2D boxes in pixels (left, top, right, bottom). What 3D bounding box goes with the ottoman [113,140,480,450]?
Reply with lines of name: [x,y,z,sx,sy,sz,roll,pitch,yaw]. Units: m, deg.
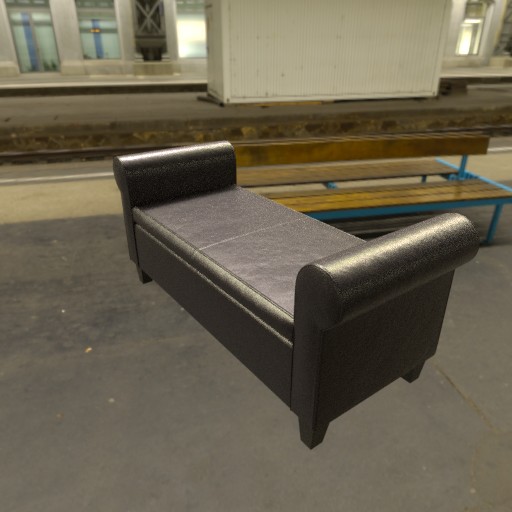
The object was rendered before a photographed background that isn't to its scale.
ottoman: [0.000,0.000,1.547,0.521,0.547,1.256,-18,32,-32]
